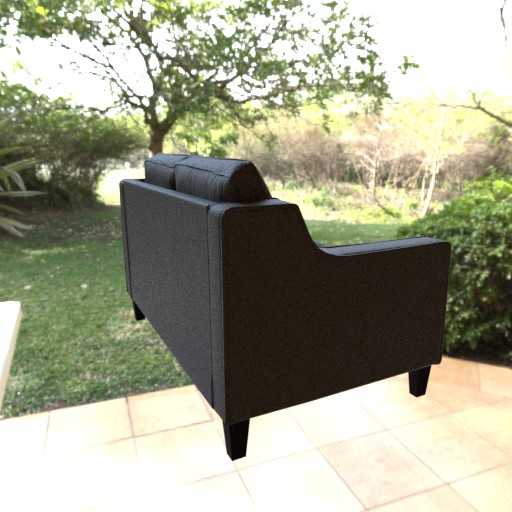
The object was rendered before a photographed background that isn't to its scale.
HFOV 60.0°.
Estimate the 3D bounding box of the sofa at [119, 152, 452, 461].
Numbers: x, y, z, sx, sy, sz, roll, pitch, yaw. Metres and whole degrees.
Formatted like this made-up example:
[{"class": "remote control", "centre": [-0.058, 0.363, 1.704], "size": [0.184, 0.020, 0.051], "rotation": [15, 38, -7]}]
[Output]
[{"class": "sofa", "centre": [0.000, 0.000, 2.158], "size": [0.985, 0.981, 1.503], "rotation": [-7, 15, -26]}]
